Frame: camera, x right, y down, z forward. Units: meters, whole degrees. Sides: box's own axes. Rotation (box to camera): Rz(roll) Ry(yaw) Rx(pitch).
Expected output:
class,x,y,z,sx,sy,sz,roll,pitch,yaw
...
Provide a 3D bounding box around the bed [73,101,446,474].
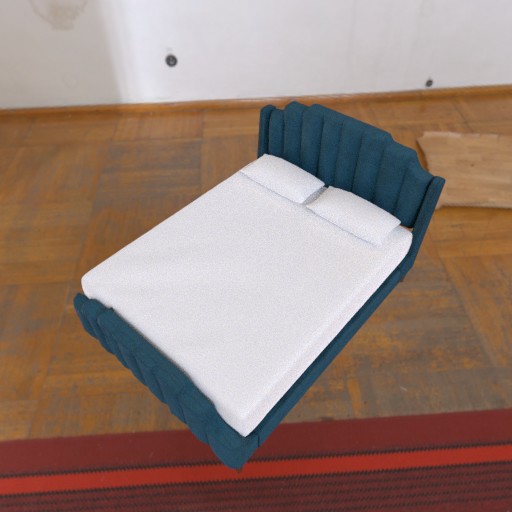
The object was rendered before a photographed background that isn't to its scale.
class,x,y,z,sx,sy,sz,roll,pitch,yaw
bed,0.000,0.000,3.351,1.676,1.351,2.322,33,55,27
